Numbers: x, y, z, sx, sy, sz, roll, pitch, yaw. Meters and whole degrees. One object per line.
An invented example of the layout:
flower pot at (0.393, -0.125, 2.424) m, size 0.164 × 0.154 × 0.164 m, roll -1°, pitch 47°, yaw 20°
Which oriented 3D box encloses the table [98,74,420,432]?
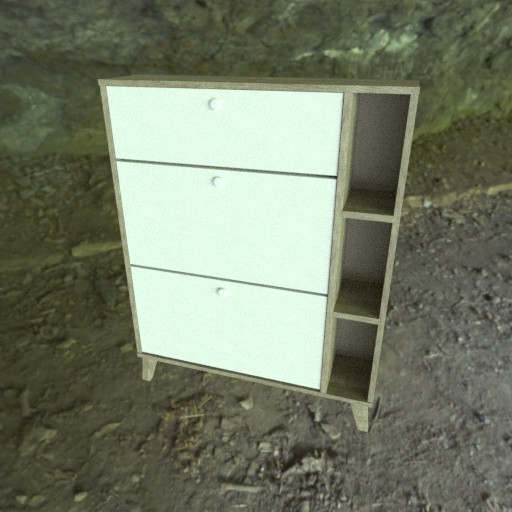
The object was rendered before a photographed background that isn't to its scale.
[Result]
table at (0.000, 0.000, 1.533) m, size 0.902 × 1.135 × 0.256 m, roll 8°, pitch 26°, yaw 16°
